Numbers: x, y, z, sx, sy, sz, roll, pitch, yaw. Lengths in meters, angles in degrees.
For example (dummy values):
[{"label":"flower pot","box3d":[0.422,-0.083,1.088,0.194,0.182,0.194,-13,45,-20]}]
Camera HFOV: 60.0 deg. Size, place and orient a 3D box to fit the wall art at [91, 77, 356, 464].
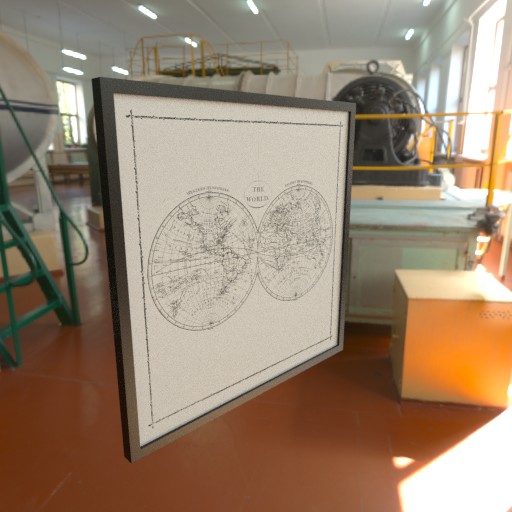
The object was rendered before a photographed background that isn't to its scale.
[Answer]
[{"label":"wall art","box3d":[0.000,0.000,1.123,0.773,0.775,0.031,-14,20,-42]}]
